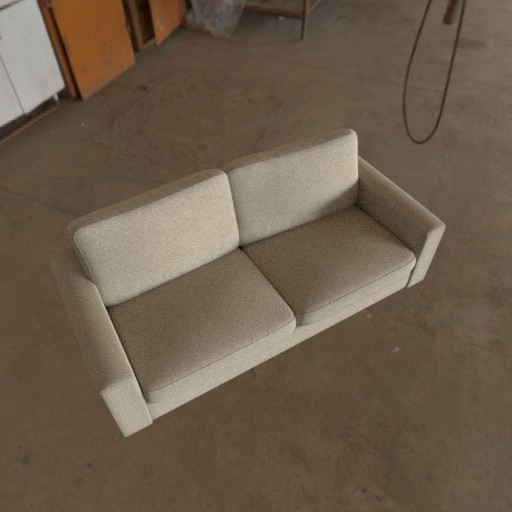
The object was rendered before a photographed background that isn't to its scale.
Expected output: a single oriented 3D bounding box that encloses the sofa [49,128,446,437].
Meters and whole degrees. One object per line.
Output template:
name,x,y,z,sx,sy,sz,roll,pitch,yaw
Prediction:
sofa,0.000,0.000,2.704,2.179,0.873,1.016,-23,51,-20
